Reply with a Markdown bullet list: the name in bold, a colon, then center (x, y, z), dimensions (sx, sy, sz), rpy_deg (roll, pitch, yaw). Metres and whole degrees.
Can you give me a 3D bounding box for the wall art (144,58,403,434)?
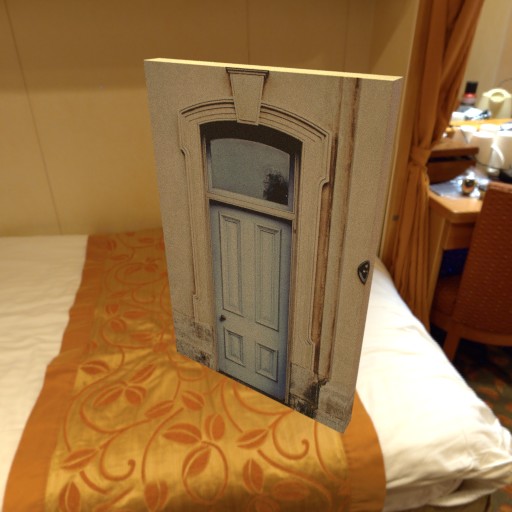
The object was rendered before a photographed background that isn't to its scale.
- **wall art**: center (0.000, 0.000, 0.770), dimensions (0.403, 0.607, 0.036), rpy_deg (18, 34, 28)
